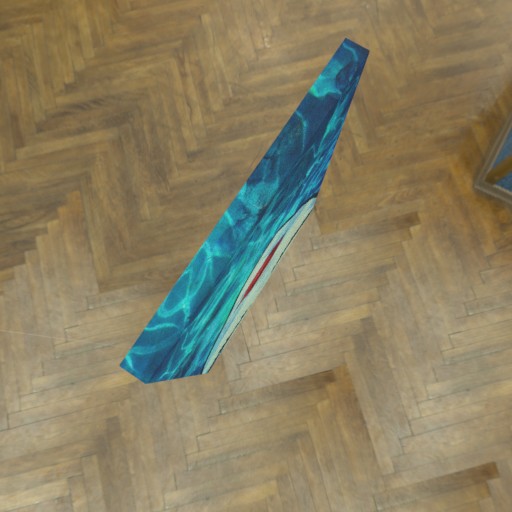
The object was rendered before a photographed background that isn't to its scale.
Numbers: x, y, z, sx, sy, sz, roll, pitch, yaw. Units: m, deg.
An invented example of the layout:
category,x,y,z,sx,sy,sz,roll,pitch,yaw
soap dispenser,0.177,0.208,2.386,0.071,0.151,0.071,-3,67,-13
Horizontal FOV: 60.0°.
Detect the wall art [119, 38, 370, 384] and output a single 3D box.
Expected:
category,x,y,z,sx,sy,sz,roll,pitch,yaw
wall art,0.000,0.000,0.850,0.038,0.635,0.508,32,78,7
